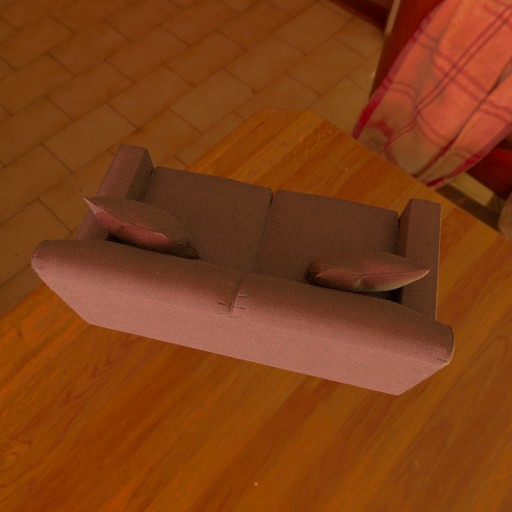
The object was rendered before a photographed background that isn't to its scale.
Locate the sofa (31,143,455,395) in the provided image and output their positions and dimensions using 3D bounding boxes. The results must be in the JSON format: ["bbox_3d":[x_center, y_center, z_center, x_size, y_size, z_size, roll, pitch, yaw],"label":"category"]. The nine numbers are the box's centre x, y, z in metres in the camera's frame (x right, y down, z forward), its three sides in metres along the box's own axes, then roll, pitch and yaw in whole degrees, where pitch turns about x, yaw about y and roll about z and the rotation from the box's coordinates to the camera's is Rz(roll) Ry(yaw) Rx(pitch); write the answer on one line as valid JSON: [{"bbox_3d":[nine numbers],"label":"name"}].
[{"bbox_3d":[0.000,0.000,2.415,1.846,0.958,1.000,12,63,6],"label":"sofa"}]
